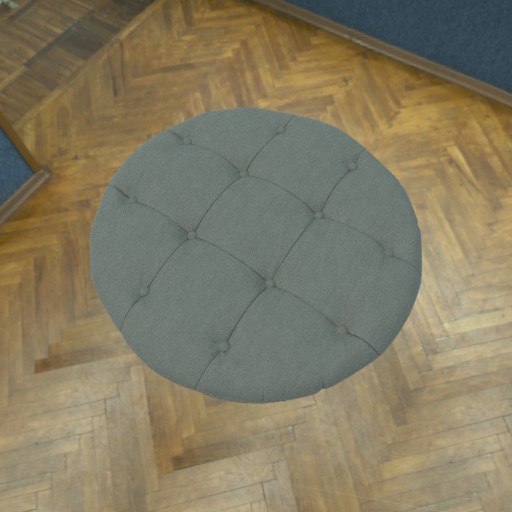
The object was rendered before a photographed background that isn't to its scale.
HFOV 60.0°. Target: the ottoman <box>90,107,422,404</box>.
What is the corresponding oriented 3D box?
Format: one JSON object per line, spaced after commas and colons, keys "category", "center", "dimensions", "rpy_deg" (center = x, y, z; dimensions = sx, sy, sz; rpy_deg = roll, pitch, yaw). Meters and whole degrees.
{"category": "ottoman", "center": [0.000, 0.000, 1.342], "dimensions": [0.901, 0.439, 0.901], "rpy_deg": [0, 63, 0]}
